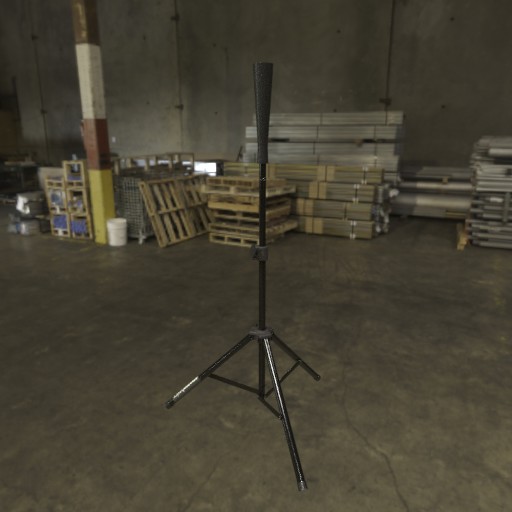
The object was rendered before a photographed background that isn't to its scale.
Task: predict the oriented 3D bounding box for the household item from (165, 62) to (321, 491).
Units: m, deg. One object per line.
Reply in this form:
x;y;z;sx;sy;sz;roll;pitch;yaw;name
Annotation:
0.000;0.000;1.347;0.559;1.067;0.559;7;17;25;household item
